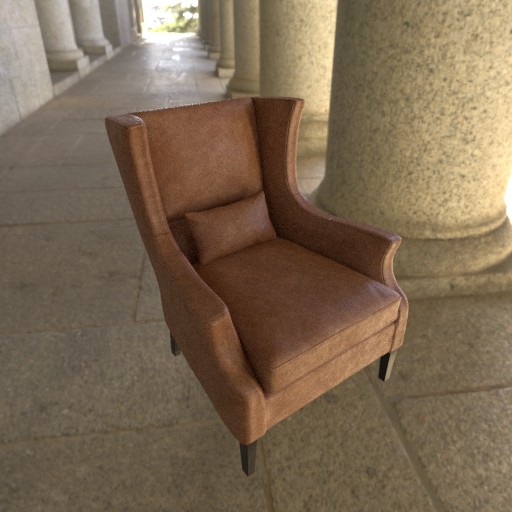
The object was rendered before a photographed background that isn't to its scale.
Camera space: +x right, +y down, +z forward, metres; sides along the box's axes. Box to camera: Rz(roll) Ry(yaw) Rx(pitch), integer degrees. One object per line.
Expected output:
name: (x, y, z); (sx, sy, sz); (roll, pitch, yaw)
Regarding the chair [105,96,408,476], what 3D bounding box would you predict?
chair: (0.000, 0.000, 1.676); (0.853, 1.016, 0.926); (-21, 36, -32)
